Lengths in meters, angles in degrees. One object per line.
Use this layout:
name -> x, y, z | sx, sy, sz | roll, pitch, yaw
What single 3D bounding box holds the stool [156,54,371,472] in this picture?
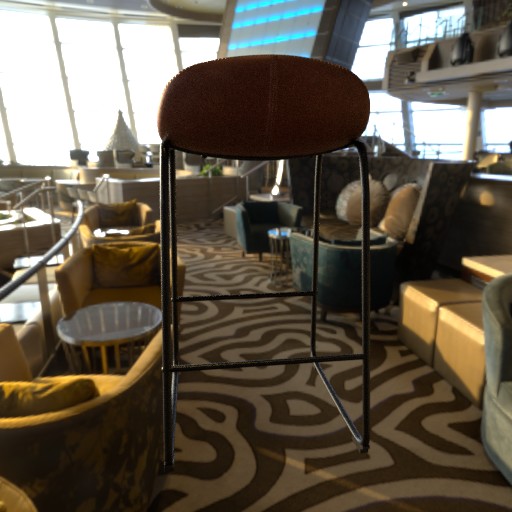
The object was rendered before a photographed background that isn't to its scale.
stool -> 0.000, 0.000, 1.083 | 0.454, 0.830, 0.473 | -2, 14, -8
